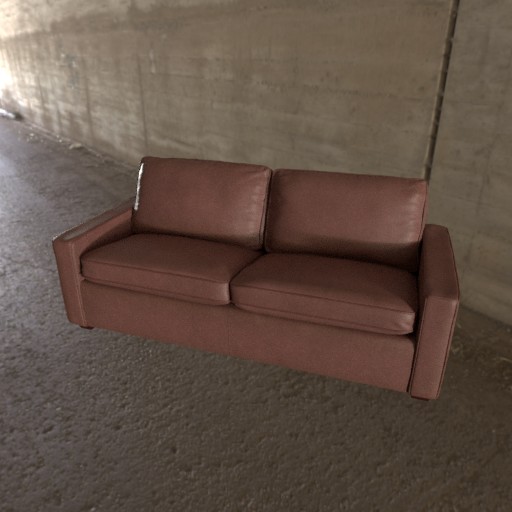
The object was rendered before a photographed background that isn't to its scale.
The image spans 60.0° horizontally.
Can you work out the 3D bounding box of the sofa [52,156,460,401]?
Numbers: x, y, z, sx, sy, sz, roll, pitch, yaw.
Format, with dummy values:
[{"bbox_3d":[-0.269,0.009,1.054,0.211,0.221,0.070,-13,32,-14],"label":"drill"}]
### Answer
[{"bbox_3d":[0.000,0.000,2.534,2.080,0.919,0.940,8,26,17],"label":"sofa"}]
